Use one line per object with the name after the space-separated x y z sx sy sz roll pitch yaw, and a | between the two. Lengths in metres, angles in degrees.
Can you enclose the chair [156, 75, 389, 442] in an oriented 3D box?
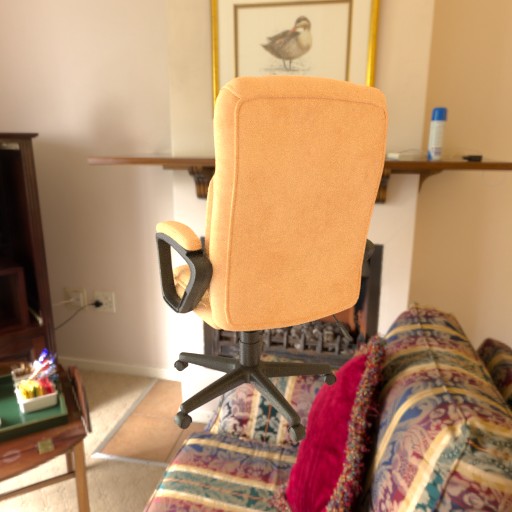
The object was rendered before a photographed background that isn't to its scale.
0.000 0.000 1.557 0.667 1.105 0.724 -7 16 -27 | chair
